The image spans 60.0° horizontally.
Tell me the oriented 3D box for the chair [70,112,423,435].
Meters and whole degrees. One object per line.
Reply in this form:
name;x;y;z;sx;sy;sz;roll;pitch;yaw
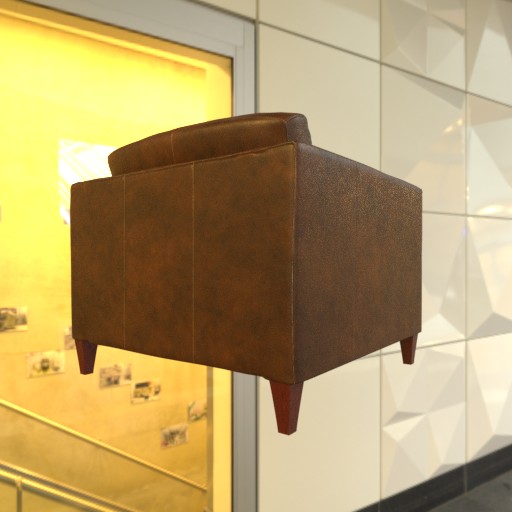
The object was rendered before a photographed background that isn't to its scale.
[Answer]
chair;0.000;0.000;1.709;0.990;0.864;0.975;0;0;38
